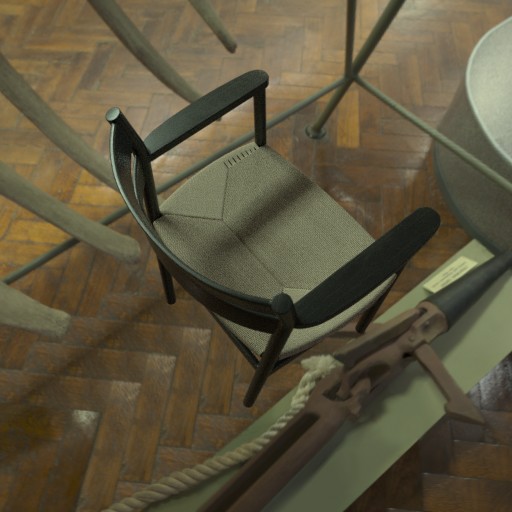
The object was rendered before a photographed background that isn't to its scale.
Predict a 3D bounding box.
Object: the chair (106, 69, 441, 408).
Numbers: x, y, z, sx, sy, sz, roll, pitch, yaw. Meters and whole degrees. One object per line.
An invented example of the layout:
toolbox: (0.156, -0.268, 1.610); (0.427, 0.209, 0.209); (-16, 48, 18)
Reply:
chair: (0.000, 0.000, 1.176); (0.508, 0.775, 0.630); (-34, 65, -18)
